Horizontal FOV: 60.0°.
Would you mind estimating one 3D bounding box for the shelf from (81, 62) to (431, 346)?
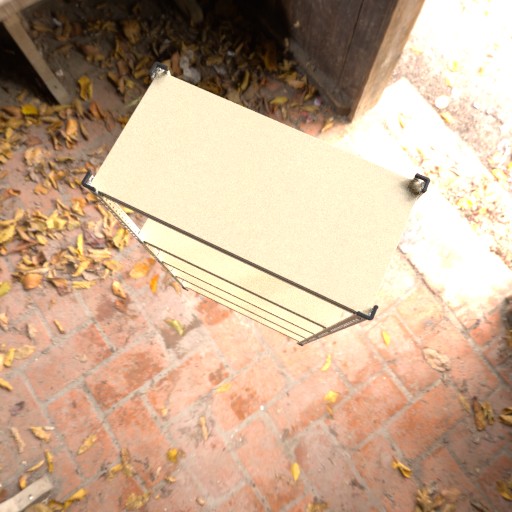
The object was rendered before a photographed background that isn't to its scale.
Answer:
[{"bbox_3d":[0.000,0.000,2.173,0.914,1.829,0.457,25,78,6],"label":"shelf"}]
